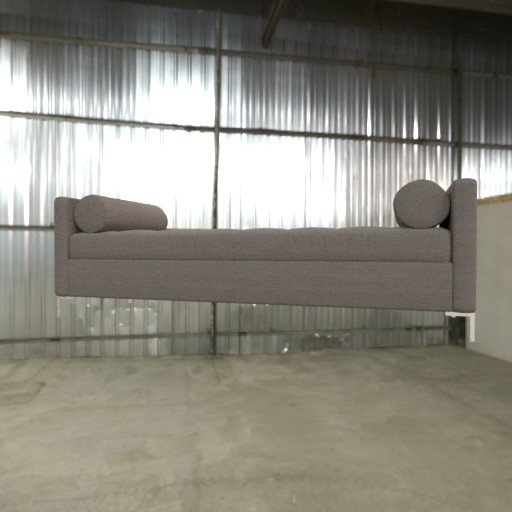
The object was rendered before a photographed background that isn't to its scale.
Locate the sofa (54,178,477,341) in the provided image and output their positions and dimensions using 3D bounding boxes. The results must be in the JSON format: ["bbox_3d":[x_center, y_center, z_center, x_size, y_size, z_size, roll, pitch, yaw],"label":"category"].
[{"bbox_3d":[0.000,0.000,2.302,1.981,0.635,0.686,0,1,18],"label":"sofa"}]
